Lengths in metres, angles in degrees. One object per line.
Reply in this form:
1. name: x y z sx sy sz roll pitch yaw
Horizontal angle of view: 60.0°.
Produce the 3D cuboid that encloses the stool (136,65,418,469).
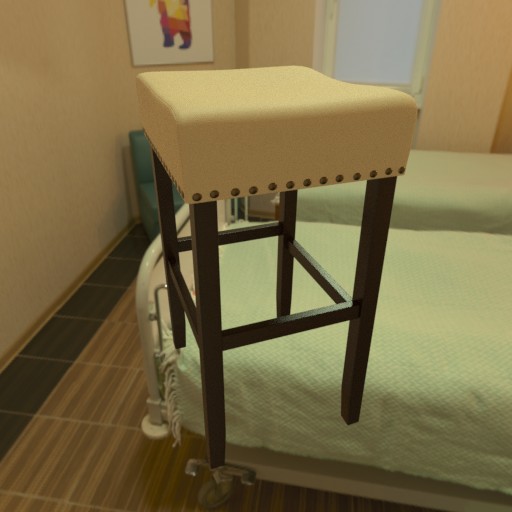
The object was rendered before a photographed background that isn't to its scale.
1. stool: 0.000 0.000 1.023 0.401 0.762 0.471 -10 31 -18
